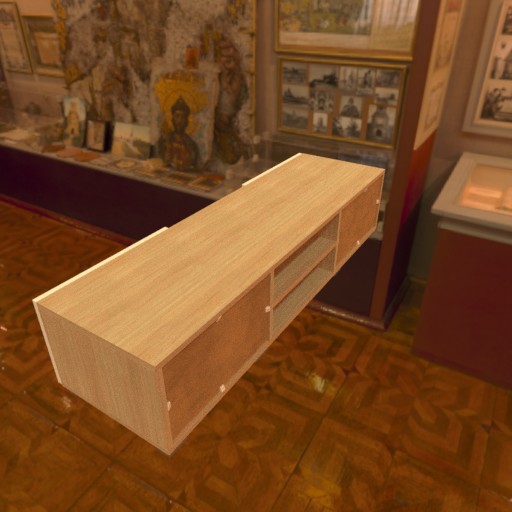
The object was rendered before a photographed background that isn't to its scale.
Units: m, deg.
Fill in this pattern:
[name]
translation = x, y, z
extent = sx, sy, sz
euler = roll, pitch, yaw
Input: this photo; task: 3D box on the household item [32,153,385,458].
[household item]
translation = 0.000, 0.000, 1.586
extent = 0.420, 0.310, 1.400
euler = 18, 35, 28
